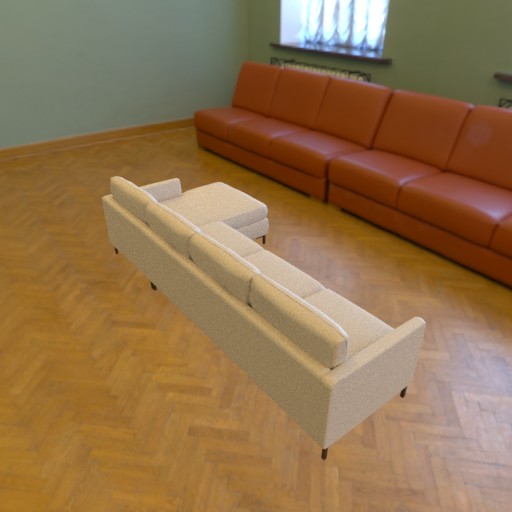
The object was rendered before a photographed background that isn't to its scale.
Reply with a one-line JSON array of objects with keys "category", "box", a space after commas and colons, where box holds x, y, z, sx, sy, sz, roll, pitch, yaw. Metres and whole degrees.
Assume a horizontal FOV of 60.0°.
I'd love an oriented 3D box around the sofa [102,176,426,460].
[{"category": "sofa", "box": [0.000, 0.000, 3.284, 1.258, 0.755, 2.731, -22, 37, -32]}]
